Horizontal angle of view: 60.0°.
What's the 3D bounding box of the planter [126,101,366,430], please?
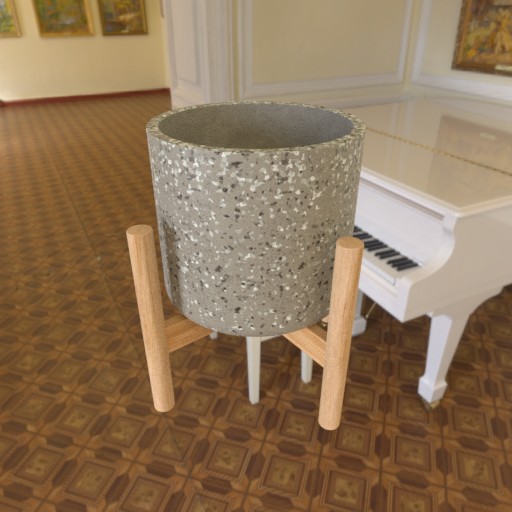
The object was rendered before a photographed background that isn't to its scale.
[{"bbox_3d":[0.000,0.000,0.537,0.284,0.320,0.284,-8,31,-13],"label":"planter"}]
